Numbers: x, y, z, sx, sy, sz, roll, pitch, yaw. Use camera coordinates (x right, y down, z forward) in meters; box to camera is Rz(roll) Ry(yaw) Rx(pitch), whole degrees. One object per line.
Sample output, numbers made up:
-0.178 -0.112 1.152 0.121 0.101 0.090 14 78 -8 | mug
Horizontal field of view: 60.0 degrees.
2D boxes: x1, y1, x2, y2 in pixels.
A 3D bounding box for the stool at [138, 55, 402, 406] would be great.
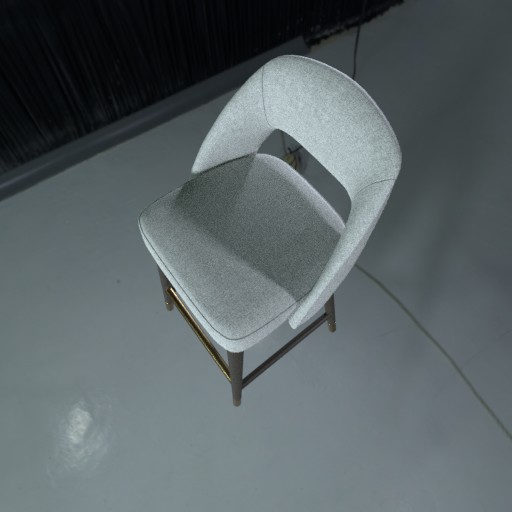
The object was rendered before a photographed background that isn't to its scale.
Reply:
0.000 0.000 1.236 0.509 0.940 0.494 -34 67 -16 | stool
